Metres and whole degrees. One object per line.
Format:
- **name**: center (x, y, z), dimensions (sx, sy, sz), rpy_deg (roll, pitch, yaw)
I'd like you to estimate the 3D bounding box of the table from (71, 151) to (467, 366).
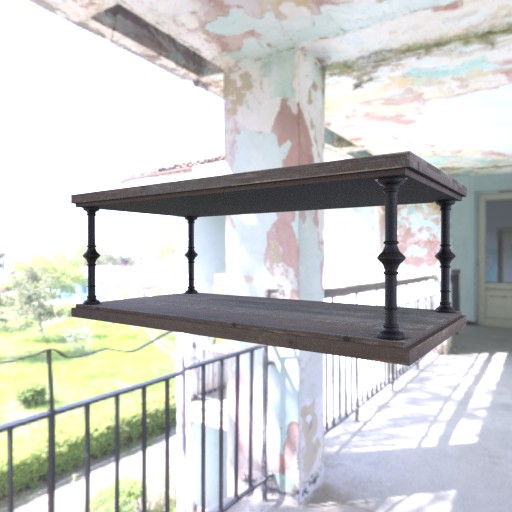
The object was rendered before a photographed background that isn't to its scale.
- **table**: center (0.000, 0.000, 1.360), dimensions (1.088, 0.399, 0.554), rpy_deg (0, 1, 35)
